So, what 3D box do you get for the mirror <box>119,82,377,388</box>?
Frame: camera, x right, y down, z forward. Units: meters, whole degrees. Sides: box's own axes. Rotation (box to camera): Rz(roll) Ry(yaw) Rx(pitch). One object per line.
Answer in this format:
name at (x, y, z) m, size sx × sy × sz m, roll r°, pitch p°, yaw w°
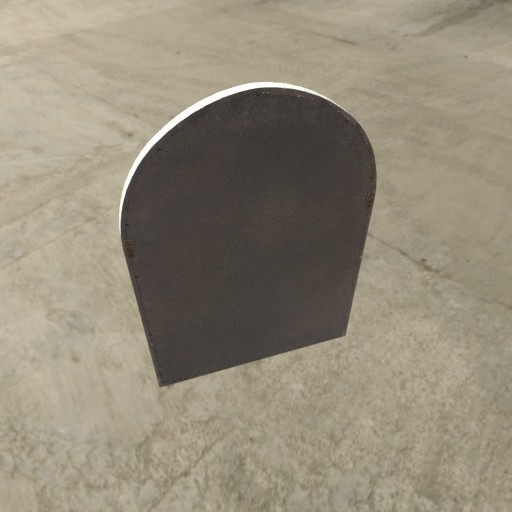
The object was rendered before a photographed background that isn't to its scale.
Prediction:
mirror at (0.000, 0.000, 1.200) m, size 0.660 × 0.920 × 0.032 m, roll -12°, pitch 43°, yaw -14°
